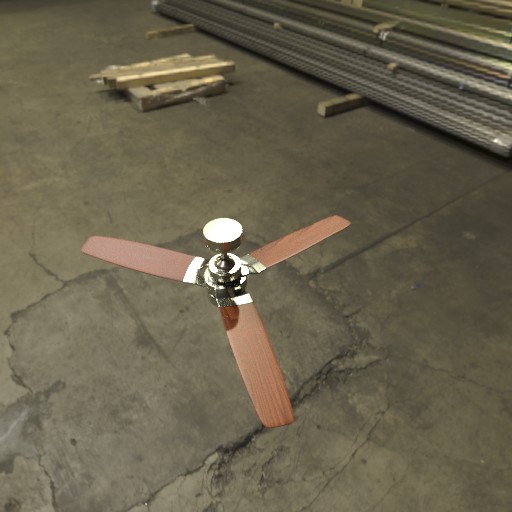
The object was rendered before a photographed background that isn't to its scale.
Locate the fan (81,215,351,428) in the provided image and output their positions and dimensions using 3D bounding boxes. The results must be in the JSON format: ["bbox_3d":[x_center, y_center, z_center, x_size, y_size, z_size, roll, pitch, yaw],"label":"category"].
[{"bbox_3d":[0.000,0.000,2.095,1.271,0.410,1.416,-26,48,-26],"label":"fan"}]
